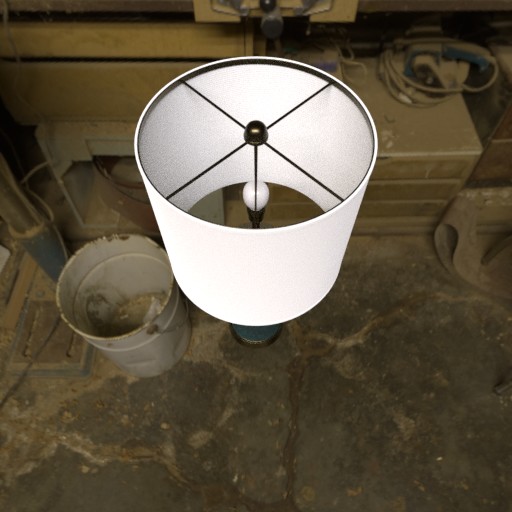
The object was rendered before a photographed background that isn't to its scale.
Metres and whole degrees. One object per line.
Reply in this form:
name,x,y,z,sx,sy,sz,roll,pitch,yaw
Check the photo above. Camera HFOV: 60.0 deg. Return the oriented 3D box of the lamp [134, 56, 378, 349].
lamp,0.000,0.000,0.811,0.301,0.630,0.301,1,59,0
